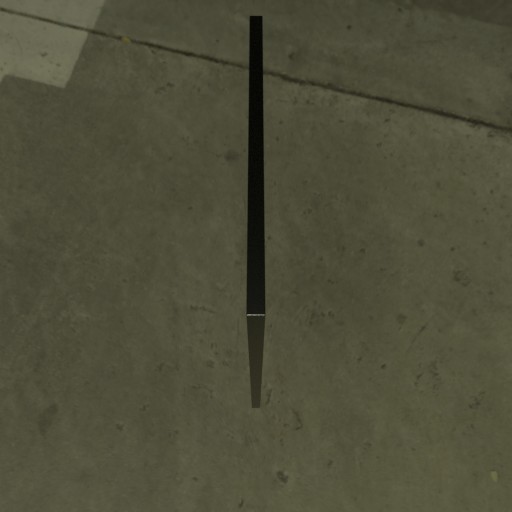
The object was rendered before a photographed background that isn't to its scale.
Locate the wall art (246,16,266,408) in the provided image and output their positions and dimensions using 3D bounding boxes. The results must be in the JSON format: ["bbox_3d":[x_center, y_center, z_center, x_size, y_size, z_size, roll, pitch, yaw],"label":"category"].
[{"bbox_3d":[0.000,0.000,0.554,0.013,0.432,0.304,0,63,0],"label":"wall art"}]
